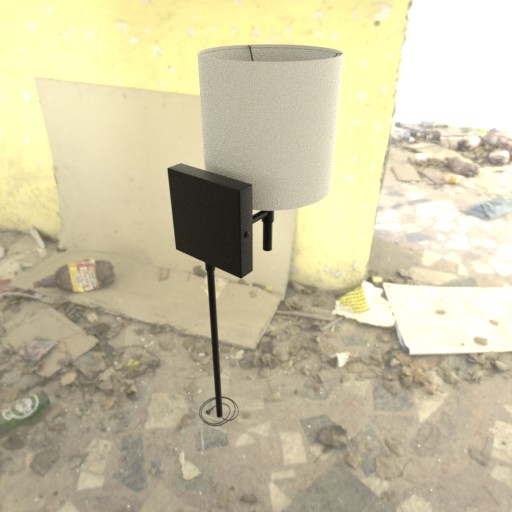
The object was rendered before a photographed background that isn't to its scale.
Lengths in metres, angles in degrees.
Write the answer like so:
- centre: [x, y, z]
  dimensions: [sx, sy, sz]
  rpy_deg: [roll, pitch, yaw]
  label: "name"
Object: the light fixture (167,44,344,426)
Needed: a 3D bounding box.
- centre: [0.000, 0.000, 0.706]
  dimensions: [0.188, 0.589, 0.248]
  rpy_deg: [22, 37, 32]
  label: "light fixture"
